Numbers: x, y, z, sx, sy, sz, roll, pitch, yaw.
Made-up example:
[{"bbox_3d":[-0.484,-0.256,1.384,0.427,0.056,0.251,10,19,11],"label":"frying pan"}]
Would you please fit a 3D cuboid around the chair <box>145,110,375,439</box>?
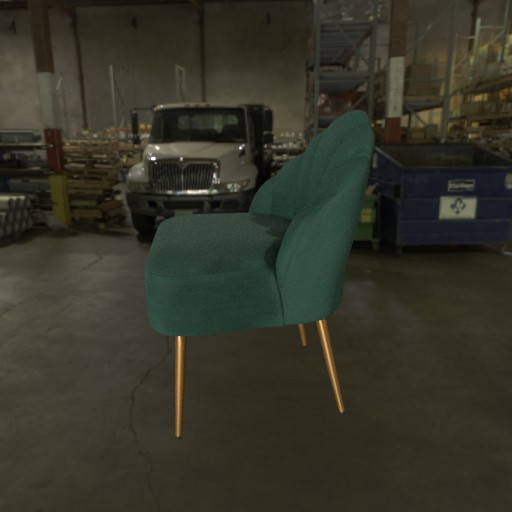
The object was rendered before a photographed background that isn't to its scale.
[{"bbox_3d":[0.000,0.000,1.301,0.599,0.819,0.657,-2,15,-8],"label":"chair"}]
